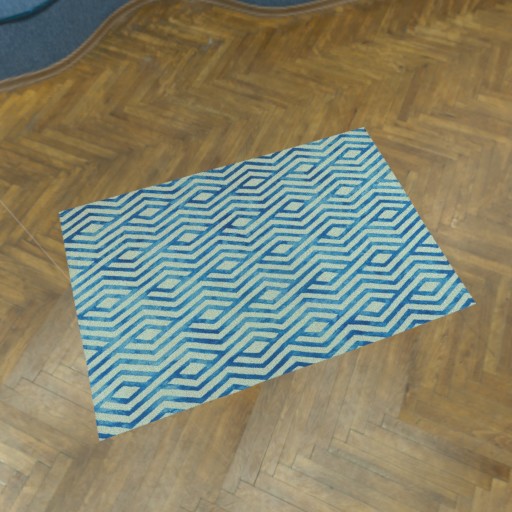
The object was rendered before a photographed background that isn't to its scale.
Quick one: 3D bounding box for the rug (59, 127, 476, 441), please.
[{"bbox_3d":[0.000,0.000,2.272,1.830,0.008,1.225,-18,63,-9],"label":"rug"}]
